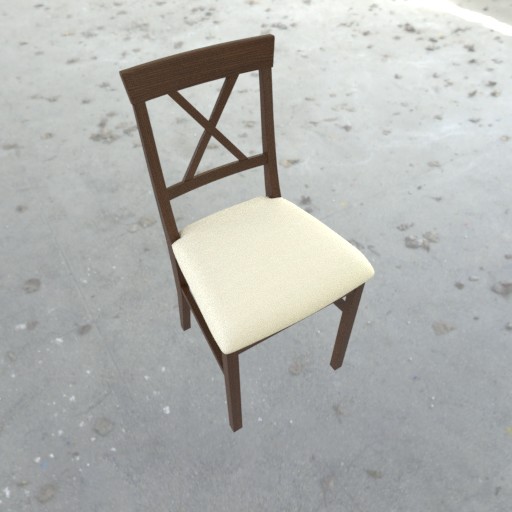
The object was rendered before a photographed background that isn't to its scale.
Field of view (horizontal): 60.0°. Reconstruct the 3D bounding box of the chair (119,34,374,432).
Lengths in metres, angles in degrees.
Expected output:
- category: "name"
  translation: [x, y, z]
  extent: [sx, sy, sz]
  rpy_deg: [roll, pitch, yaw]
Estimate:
- category: "chair"
  translation: [0.000, 0.000, 1.172]
  extent: [0.440, 0.913, 0.480]
  rpy_deg: [-25, 52, -21]
